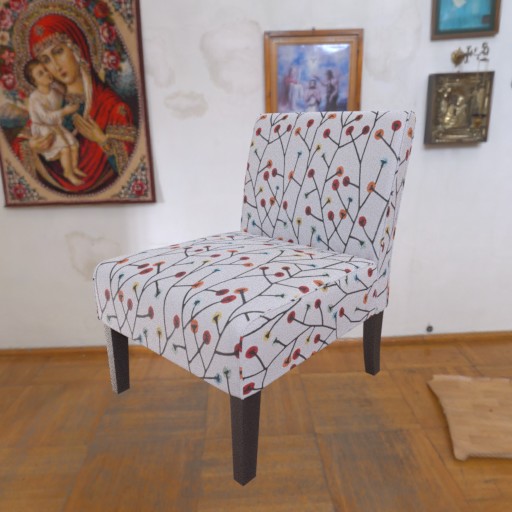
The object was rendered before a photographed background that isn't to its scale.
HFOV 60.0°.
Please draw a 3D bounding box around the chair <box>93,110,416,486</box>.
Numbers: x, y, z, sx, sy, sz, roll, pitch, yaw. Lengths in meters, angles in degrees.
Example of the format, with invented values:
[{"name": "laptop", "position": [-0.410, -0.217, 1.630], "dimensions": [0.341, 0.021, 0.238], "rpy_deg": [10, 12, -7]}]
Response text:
[{"name": "chair", "position": [0.000, 0.000, 1.293], "dimensions": [0.597, 0.813, 0.732], "rpy_deg": [15, 22, 40]}]
